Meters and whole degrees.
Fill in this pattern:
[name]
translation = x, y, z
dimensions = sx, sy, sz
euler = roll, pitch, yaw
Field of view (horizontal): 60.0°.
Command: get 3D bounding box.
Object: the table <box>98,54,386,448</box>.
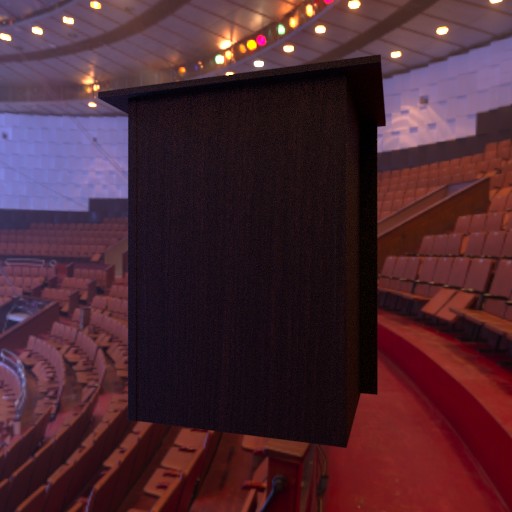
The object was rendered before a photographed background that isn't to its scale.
[table]
translation = 0.000, 0.000, 1.065
dimensions = 0.591, 0.711, 0.406
euler = 0, 0, 18
